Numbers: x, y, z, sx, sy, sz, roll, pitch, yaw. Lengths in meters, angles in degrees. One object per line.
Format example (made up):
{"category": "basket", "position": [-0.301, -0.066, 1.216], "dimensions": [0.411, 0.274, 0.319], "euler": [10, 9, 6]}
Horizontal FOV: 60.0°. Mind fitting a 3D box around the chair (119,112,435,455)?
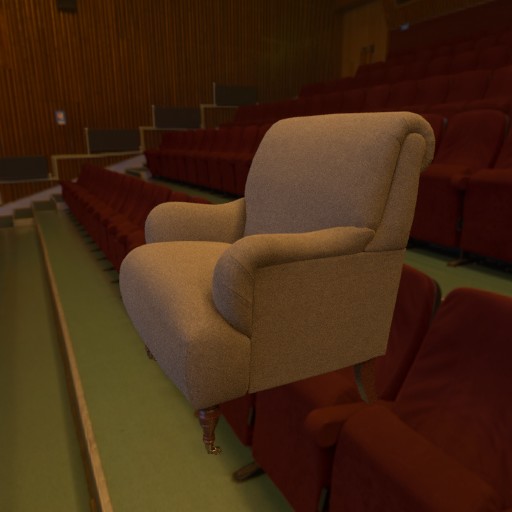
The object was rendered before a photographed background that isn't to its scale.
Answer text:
{"category": "chair", "position": [0.000, 0.000, 1.523], "dimensions": [0.843, 0.942, 0.766], "euler": [-8, 17, -27]}
